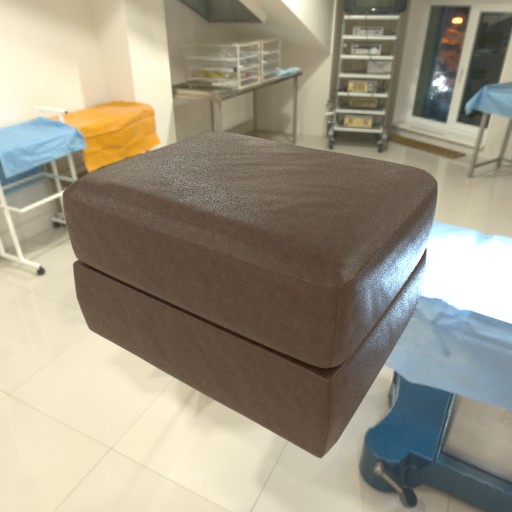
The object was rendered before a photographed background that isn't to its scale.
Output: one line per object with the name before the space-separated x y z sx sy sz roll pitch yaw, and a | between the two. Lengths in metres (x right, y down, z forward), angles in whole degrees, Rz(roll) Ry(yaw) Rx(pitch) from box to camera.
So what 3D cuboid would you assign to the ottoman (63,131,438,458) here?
ottoman | 0.000 0.000 1.137 0.751 0.476 0.603 19 35 29
